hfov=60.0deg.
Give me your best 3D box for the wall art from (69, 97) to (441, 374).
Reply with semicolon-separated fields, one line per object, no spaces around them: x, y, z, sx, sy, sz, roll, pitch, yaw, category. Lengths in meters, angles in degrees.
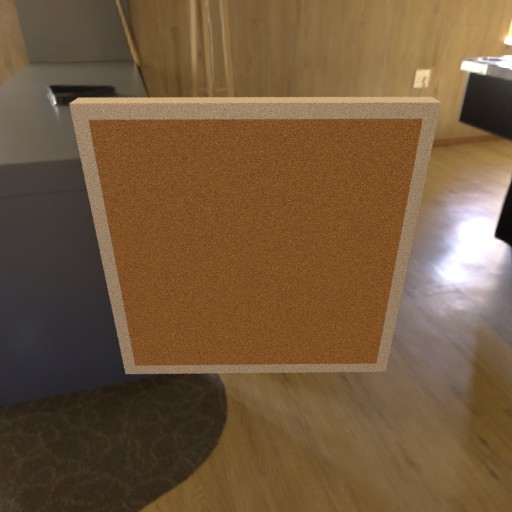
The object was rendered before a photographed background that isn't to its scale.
0.000;0.000;0.750;0.507;0.508;0.038;0;31;-1;wall art
